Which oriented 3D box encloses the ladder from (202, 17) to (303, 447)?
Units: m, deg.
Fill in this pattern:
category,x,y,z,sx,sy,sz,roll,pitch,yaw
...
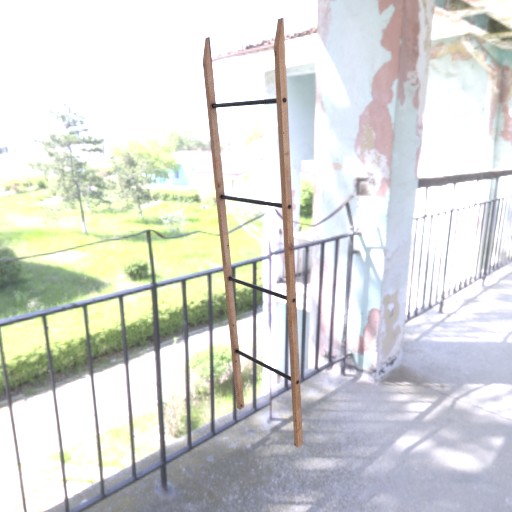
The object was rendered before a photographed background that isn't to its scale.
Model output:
category,x,y,z,sx,sy,sz,roll,pitch,yaw
ladder,0.000,0.000,1.957,0.200,1.805,0.442,-14,20,-42
